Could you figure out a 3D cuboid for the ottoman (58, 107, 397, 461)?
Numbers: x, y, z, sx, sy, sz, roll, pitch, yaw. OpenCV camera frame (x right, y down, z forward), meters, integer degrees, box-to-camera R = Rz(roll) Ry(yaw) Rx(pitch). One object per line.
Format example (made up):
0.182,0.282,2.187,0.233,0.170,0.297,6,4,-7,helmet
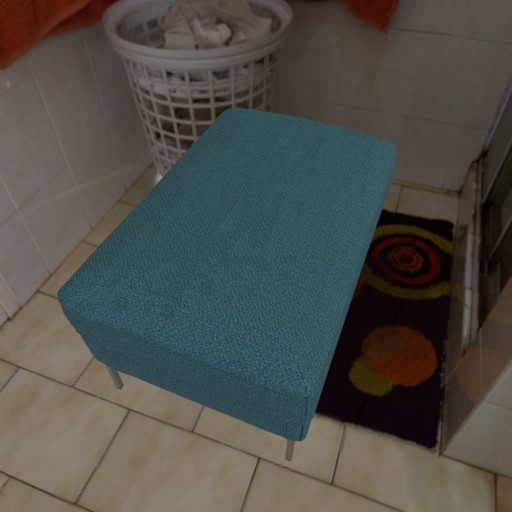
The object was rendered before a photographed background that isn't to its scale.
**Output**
0.000,0.000,1.201,0.563,0.498,0.856,17,49,15,ottoman
